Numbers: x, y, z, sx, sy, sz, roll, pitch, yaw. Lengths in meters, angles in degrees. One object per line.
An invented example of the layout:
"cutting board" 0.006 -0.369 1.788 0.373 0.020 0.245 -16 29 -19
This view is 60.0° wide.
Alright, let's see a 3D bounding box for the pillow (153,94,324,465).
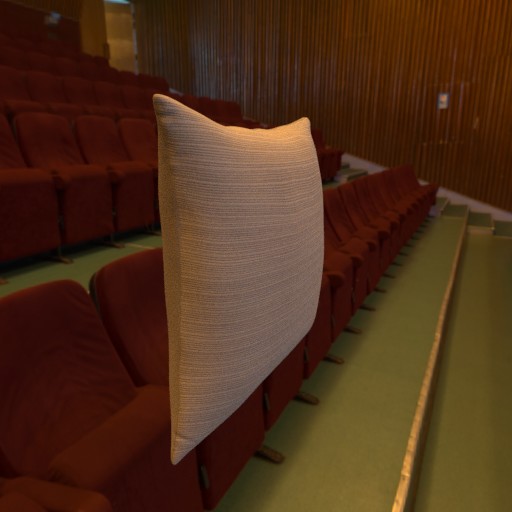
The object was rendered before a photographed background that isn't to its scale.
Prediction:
"pillow" 0.000 0.000 0.781 0.204 0.497 0.512 7 16 25
